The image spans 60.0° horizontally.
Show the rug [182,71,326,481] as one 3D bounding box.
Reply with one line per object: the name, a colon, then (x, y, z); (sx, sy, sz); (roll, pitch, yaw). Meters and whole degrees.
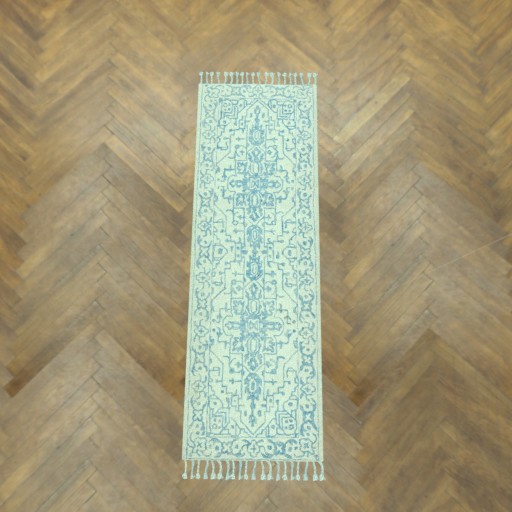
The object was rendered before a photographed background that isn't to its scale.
rug: (0.000, 0.000, 2.623); (0.774, 0.011, 2.449); (1, 78, 0)
